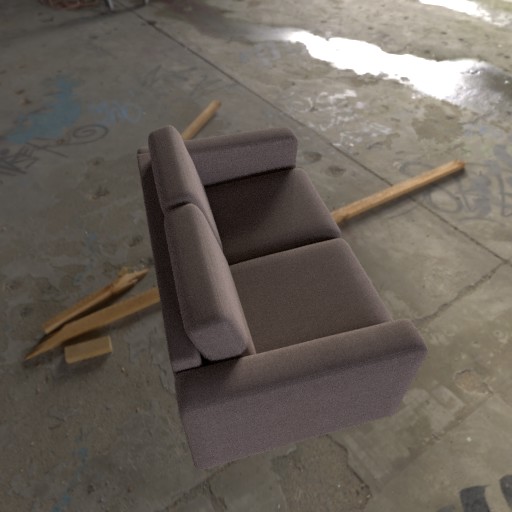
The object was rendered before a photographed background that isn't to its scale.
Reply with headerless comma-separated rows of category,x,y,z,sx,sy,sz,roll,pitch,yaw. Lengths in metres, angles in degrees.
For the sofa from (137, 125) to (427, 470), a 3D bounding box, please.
sofa,0.000,0.000,2.049,0.900,0.800,1.520,-11,48,-11
